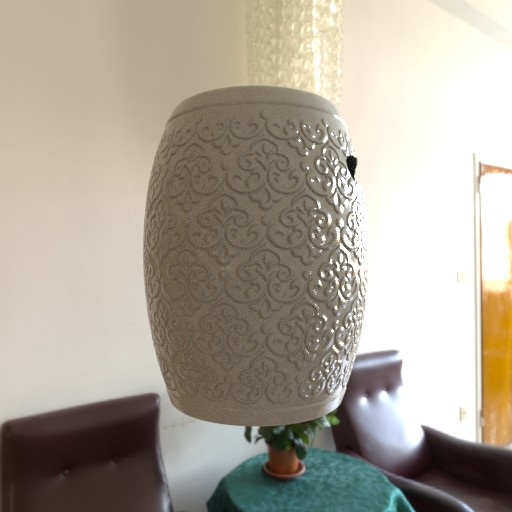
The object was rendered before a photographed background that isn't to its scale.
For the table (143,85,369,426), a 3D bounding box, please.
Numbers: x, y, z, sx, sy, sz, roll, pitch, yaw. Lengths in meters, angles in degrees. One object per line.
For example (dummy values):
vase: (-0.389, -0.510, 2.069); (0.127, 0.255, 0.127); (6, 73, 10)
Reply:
table: (0.000, 0.000, 0.625); (0.309, 0.397, 0.309); (0, -1, 0)
